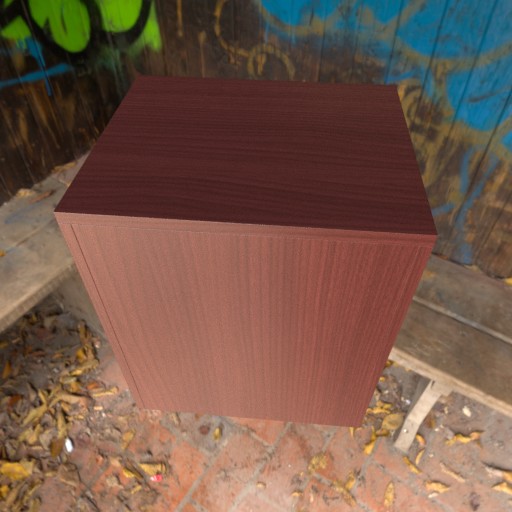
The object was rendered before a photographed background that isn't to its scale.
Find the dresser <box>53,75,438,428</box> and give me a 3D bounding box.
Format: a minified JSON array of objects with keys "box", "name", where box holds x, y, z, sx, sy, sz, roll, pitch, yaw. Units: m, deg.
[{"box":[0.000,0.000,0.751,0.400,0.470,0.360,4,46,4],"name":"dresser"}]
